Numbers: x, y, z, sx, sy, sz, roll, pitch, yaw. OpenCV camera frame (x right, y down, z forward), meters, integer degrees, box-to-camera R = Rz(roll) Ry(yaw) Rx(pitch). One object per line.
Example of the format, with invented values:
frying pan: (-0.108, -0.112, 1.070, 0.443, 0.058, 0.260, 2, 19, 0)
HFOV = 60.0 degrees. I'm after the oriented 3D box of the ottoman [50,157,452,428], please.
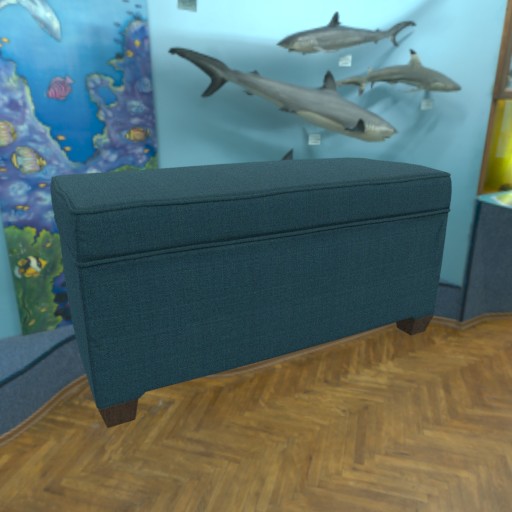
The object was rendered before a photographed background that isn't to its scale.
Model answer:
ottoman: (0.000, 0.000, 1.185, 0.943, 0.474, 0.474, -9, 21, -26)
